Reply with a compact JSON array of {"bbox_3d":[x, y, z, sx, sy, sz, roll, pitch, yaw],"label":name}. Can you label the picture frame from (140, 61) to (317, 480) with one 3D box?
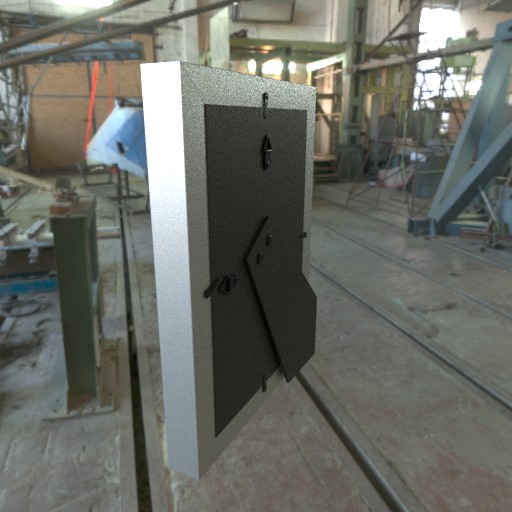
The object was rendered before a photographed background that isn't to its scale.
[{"bbox_3d":[0.000,0.000,0.277,0.028,0.208,0.157,9,19,26],"label":"picture frame"}]
